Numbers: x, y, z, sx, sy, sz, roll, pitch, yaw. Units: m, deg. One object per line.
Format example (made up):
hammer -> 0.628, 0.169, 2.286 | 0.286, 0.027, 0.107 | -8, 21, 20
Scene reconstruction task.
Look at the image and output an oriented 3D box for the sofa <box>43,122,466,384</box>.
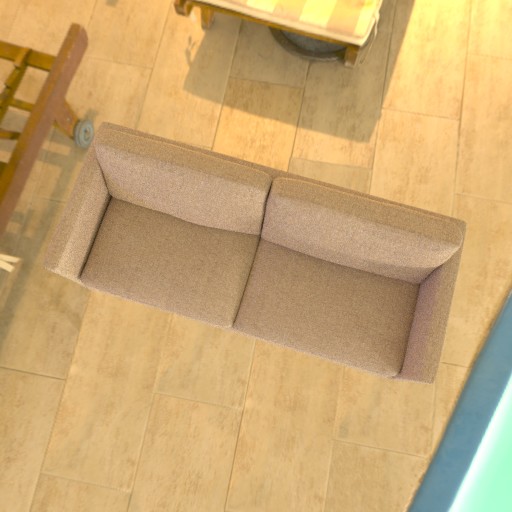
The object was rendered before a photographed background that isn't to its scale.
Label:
sofa -> 0.000, 0.000, 2.701 | 2.208, 0.965, 0.951 | 16, 78, 4
